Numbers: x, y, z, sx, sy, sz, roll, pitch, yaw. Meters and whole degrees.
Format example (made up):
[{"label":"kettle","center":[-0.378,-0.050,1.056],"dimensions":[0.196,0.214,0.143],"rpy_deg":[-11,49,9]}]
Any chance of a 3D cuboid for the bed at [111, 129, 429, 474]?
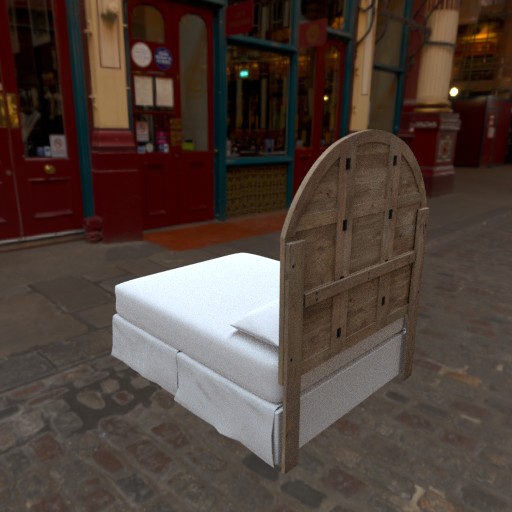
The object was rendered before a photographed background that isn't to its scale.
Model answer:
[{"label":"bed","center":[0.000,0.000,3.659],"dimensions":[1.713,2.002,2.112],"rpy_deg":[-15,22,-43]}]
